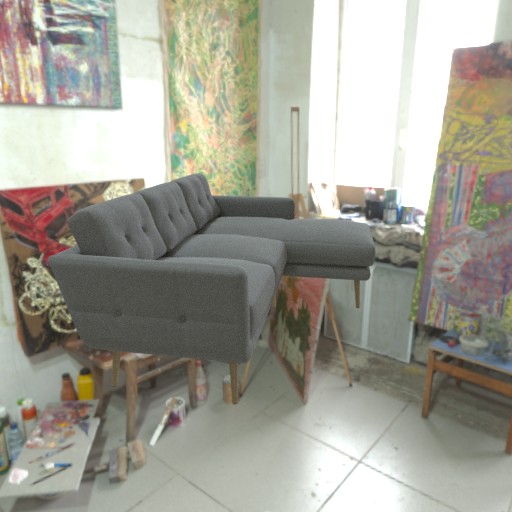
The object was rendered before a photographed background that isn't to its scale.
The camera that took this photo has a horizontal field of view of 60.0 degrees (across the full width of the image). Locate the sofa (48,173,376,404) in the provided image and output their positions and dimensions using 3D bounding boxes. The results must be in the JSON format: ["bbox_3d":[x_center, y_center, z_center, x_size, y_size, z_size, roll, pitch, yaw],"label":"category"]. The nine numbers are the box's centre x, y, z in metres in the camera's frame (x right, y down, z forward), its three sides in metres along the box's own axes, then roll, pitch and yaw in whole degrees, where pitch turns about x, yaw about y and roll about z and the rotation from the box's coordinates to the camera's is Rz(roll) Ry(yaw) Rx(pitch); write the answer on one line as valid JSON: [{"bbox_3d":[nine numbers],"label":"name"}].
[{"bbox_3d":[0.000,0.000,2.816,1.530,0.860,2.040,3,16,10],"label":"sofa"}]
